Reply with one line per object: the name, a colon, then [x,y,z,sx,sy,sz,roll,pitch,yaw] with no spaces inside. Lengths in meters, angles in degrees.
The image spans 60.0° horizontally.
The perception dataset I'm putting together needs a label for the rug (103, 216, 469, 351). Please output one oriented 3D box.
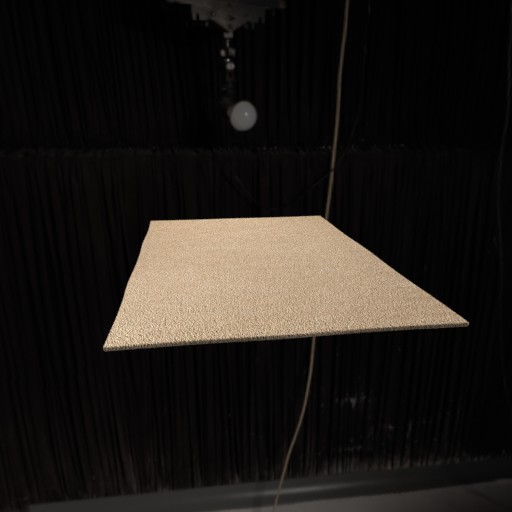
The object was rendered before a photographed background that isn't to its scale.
rug: [0.000,0.000,3.414,1.800,0.025,2.699,-2,17,-8]
